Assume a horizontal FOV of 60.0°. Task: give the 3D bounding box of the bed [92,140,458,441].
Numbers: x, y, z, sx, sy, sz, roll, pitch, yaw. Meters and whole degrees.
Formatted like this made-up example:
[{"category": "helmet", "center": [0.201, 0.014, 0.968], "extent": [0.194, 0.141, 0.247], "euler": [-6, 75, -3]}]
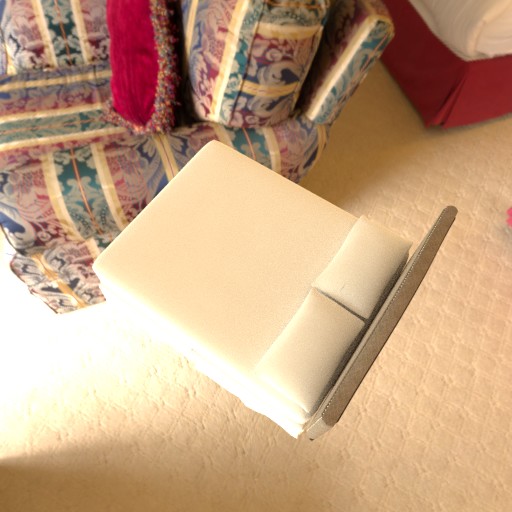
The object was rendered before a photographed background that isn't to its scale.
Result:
[{"category": "bed", "center": [0.000, 0.000, 3.374], "extent": [2.153, 1.518, 1.713], "euler": [32, 68, 15]}]
